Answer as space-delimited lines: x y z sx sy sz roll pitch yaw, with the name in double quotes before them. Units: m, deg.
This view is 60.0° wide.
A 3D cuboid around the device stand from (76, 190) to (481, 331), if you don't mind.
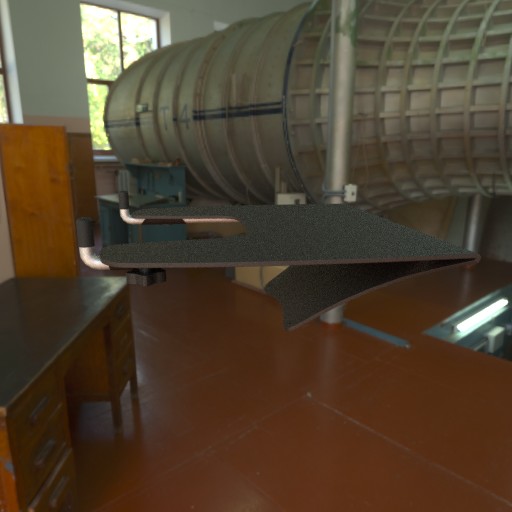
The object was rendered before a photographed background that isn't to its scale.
"device stand" 0.000 0.000 0.355 0.230 0.092 0.230 -2 14 -8
